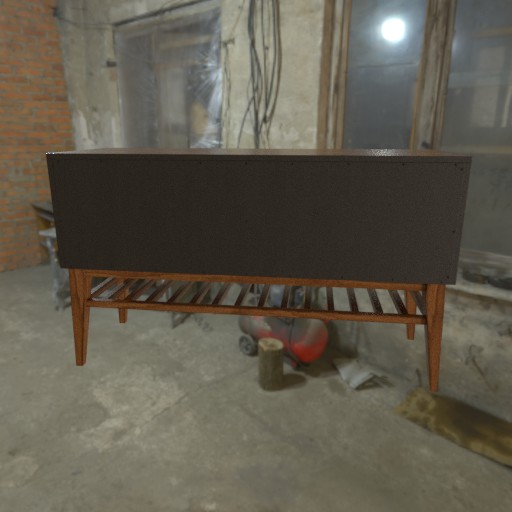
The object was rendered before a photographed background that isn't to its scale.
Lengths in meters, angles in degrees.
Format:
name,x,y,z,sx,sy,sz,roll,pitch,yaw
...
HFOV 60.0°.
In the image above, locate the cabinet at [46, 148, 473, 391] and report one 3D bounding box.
name,x,y,z,sx,sy,sz,roll,pitch,yaw
cabinet,0.000,0.000,1.742,1.363,0.802,0.477,2,16,7
